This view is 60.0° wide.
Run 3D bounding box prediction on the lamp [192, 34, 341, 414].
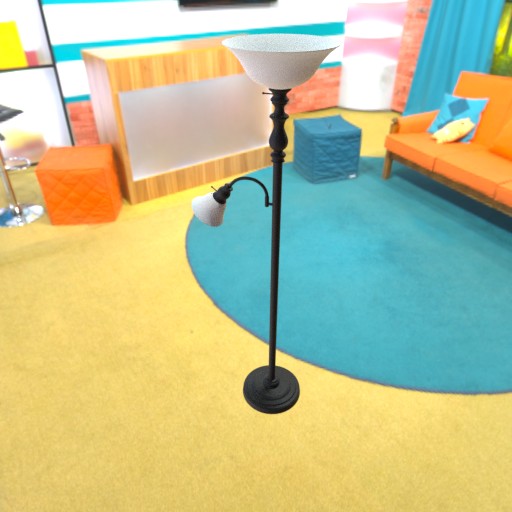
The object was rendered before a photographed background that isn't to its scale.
[{"bbox_3d":[0.000,0.000,2.032,0.588,1.793,0.405,11,35,16],"label":"lamp"}]
